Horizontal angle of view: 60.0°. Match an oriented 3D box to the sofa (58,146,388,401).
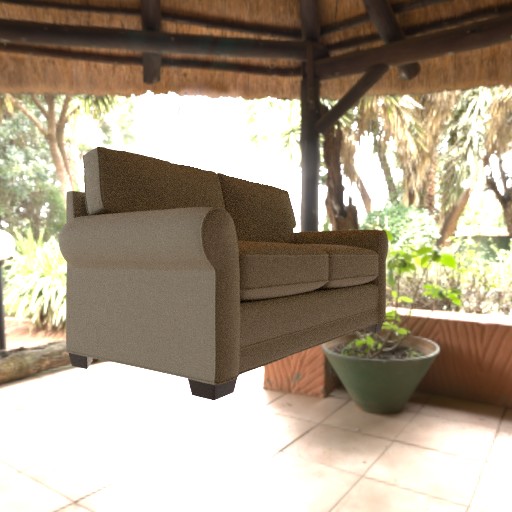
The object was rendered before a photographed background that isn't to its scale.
[{"bbox_3d":[0.000,0.000,2.309,0.861,0.933,1.774,0,0,35],"label":"sofa"}]
